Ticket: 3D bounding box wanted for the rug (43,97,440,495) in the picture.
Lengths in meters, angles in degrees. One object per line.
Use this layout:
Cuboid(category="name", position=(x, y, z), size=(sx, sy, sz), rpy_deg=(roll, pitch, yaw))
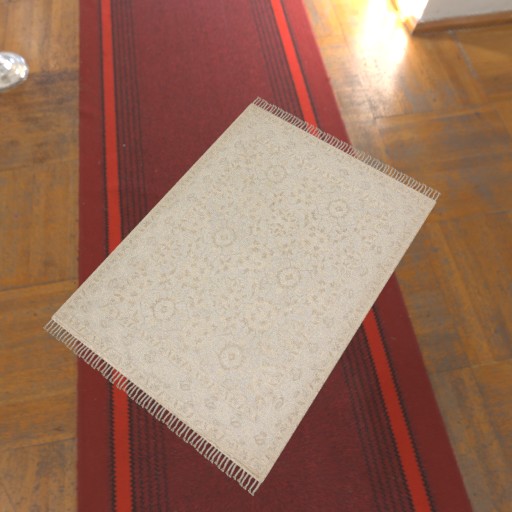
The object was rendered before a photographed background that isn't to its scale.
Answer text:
Cuboid(category="rug", position=(0.000, 0.000, 2.253), size=(1.223, 0.015, 1.771), rpy_deg=(32, 69, 14))
